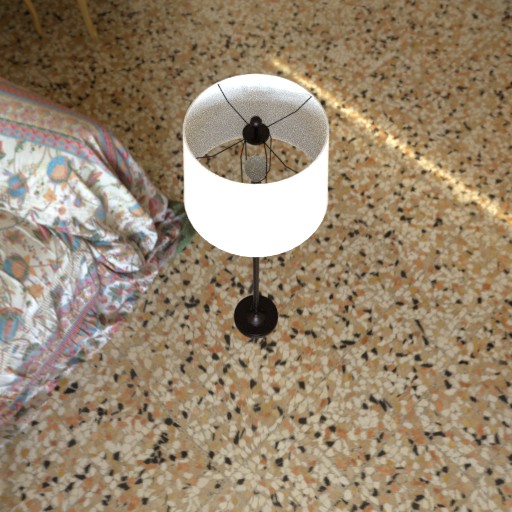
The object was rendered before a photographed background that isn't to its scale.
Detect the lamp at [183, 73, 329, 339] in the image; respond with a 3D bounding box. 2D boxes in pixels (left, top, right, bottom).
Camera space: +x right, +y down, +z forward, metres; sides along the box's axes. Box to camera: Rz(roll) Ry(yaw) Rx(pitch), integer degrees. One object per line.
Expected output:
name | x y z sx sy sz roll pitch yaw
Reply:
lamp | 0.000 0.000 1.712 0.431 1.484 0.431 0 64 0
